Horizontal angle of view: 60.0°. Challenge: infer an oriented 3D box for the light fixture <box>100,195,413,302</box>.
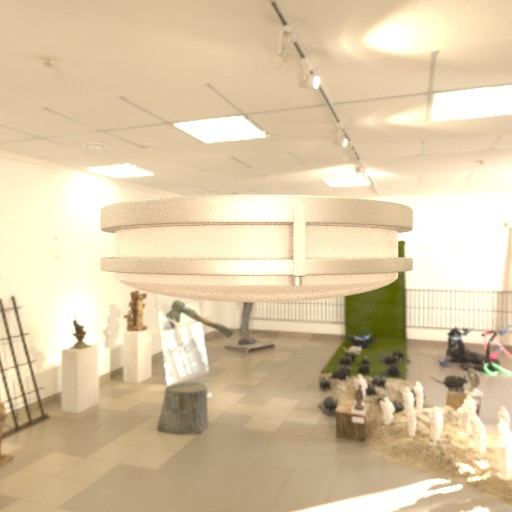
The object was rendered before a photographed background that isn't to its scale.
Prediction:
[{"bbox_3d":[0.000,0.000,0.533,0.356,0.102,0.356,0,0,0],"label":"light fixture"}]
